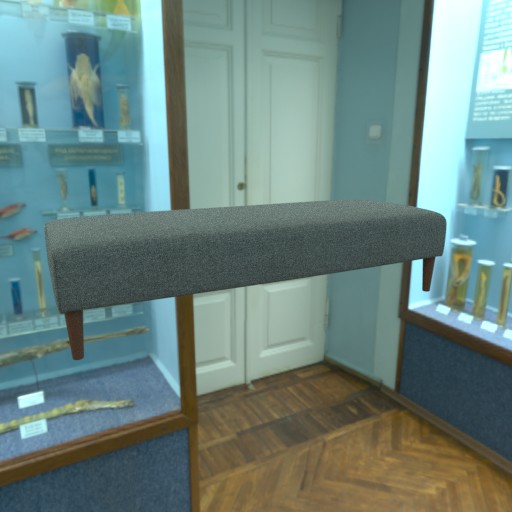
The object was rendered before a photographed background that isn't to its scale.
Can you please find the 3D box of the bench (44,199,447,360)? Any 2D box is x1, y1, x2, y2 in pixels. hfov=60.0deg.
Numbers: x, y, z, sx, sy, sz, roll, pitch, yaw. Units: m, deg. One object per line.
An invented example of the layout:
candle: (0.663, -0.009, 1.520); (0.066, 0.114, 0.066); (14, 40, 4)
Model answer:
bench: (0.000, 0.000, 1.890); (1.598, 0.384, 0.631); (-7, 15, -26)
